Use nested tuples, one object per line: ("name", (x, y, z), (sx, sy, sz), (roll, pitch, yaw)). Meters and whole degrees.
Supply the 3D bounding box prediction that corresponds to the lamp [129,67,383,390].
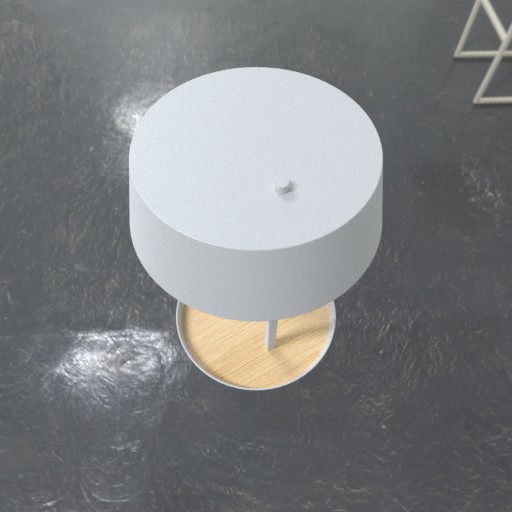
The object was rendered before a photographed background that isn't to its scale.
("lamp", (0.000, 0.000, 0.609), (0.291, 0.429, 0.291), (0, 58, 0))
